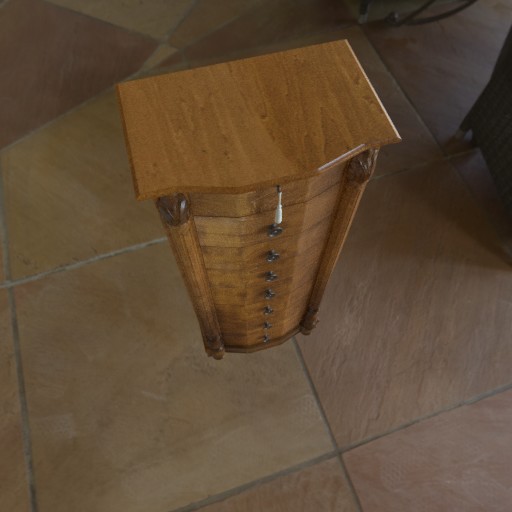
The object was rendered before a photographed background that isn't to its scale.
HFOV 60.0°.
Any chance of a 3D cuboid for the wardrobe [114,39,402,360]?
[{"bbox_3d":[0.000,0.000,1.115,0.406,0.959,0.273,-14,64,-7],"label":"wardrobe"}]
